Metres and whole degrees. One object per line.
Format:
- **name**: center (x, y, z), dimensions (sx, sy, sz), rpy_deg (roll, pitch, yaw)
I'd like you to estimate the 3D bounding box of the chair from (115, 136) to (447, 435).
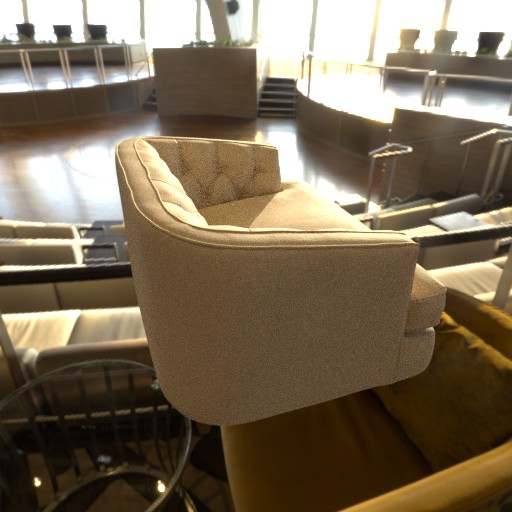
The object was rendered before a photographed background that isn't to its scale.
- **chair**: center (0.000, 0.000, 1.718), dimensions (0.914, 0.787, 1.118), rpy_deg (-11, 32, -18)
